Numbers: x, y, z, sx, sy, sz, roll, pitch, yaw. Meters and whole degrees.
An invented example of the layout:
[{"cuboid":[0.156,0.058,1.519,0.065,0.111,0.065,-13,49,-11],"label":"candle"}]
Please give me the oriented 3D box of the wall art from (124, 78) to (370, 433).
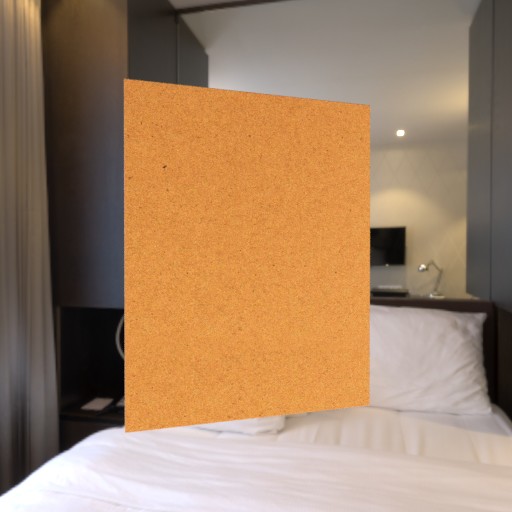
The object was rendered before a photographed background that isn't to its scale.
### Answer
[{"cuboid":[0.000,0.000,0.846,0.481,0.613,0.020,0,1,-17],"label":"wall art"}]
